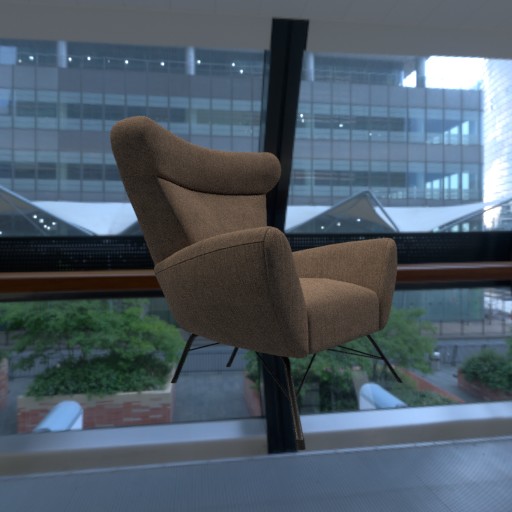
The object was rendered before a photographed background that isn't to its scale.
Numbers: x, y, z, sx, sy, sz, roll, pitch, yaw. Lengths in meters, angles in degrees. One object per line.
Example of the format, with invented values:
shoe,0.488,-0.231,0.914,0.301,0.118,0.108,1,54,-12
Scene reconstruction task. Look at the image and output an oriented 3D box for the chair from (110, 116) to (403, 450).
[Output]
chair,0.000,0.000,1.765,0.900,1.040,0.980,0,0,37
